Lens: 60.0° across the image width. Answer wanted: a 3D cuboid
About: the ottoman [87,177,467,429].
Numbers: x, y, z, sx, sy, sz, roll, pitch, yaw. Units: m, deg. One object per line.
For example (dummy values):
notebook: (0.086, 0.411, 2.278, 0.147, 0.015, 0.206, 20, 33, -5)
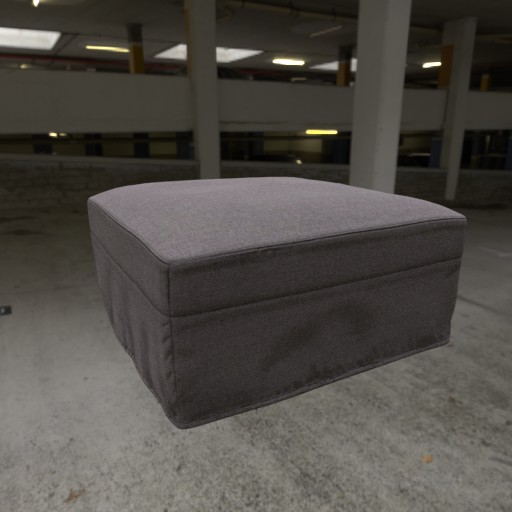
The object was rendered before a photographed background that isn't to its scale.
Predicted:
ottoman: (0.000, 0.000, 1.348, 0.840, 0.436, 0.843, -9, 19, -28)
